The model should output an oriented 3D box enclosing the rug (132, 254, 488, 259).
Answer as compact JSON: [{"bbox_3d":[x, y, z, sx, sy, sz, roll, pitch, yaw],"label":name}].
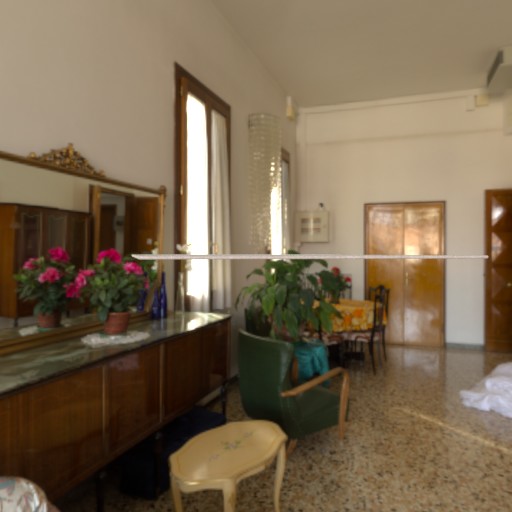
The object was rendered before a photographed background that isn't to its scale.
[{"bbox_3d":[0.000,0.000,2.893,1.540,0.021,2.290,0,0,-16],"label":"rug"}]
